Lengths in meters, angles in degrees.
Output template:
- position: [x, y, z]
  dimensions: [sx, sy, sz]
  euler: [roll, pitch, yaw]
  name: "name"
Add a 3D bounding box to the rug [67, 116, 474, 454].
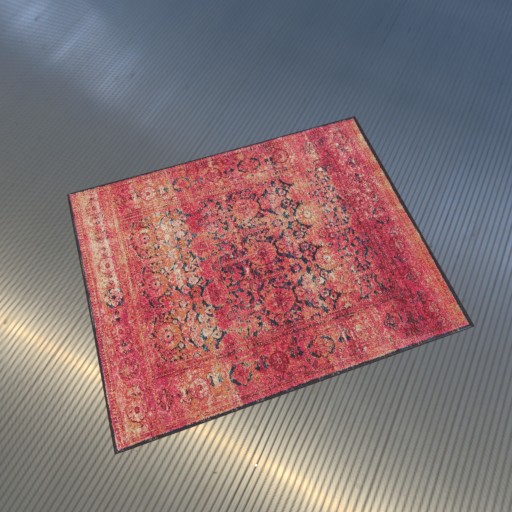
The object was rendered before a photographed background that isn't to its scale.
- position: [0.000, 0.000, 3.976]
  dimensions: [3.032, 0.020, 2.411]
  euler: [-17, 66, -8]
  name: "rug"
